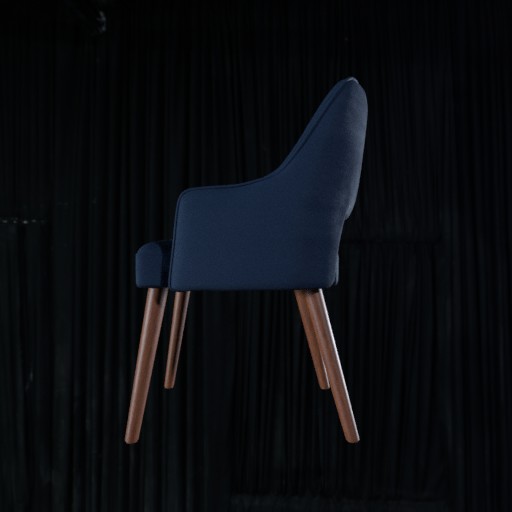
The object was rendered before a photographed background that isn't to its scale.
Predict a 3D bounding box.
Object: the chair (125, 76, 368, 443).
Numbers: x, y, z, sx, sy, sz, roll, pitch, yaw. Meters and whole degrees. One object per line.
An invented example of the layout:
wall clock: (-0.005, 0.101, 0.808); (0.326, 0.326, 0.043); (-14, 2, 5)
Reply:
chair: (0.000, 0.000, 1.220); (0.591, 0.844, 0.559); (0, 0, 0)
